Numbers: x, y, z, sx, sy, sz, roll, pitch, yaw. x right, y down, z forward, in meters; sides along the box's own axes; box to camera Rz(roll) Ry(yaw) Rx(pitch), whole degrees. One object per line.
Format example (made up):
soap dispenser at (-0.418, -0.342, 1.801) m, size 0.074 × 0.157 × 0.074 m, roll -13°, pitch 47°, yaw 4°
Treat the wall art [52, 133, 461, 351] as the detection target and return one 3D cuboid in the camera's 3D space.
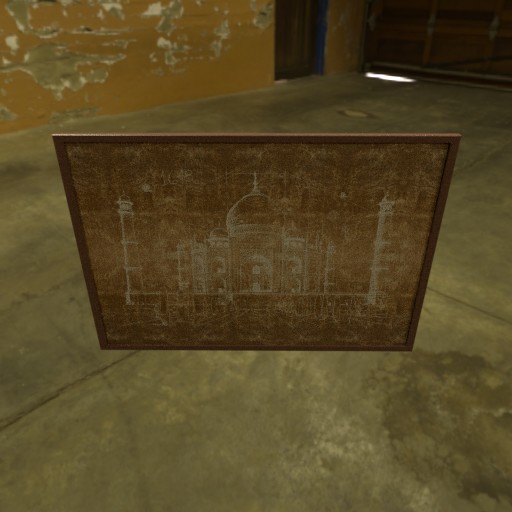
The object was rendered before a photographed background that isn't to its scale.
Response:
wall art at (0.000, 0.000, 0.831) m, size 0.660 × 0.455 × 0.014 m, roll 0°, pitch 30°, yaw 0°
